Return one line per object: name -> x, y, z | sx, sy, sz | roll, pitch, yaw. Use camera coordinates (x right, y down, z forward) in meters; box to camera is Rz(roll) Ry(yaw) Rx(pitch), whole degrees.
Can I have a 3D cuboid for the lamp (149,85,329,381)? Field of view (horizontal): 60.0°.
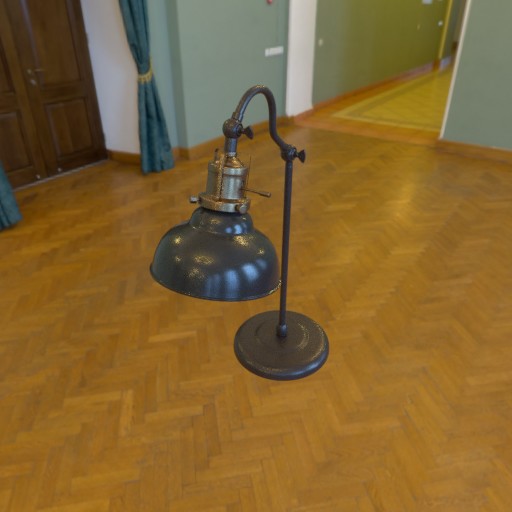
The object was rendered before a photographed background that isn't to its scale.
lamp -> 0.000, 0.000, 0.698 | 0.192, 0.508, 0.374 | 19, 36, 29
